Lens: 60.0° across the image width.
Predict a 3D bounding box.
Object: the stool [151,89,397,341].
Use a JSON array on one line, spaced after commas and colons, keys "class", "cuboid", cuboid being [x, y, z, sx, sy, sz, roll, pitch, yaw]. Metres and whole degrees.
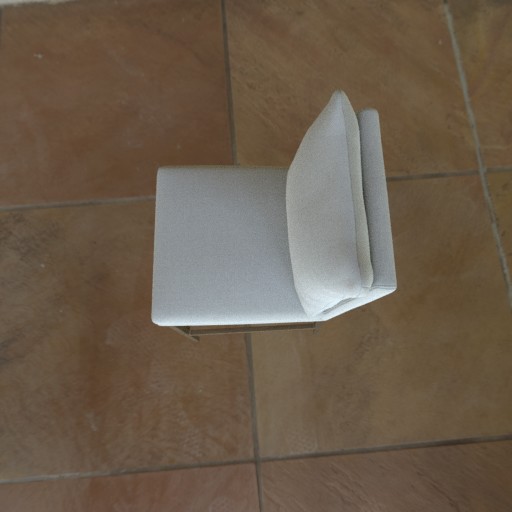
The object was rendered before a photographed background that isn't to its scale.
[{"class": "stool", "cuboid": [0.000, 0.000, 1.428, 0.572, 1.125, 0.463, -1, 75, 0]}]
